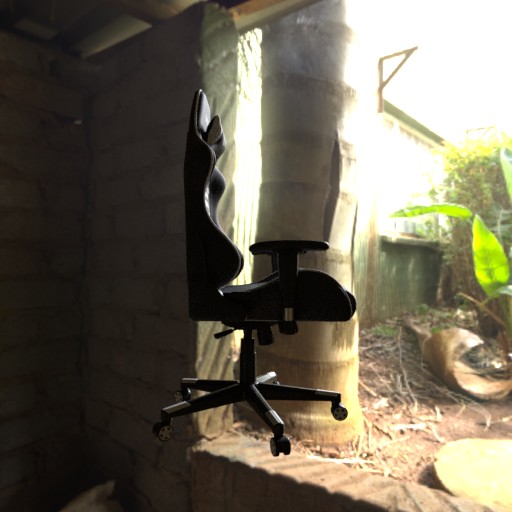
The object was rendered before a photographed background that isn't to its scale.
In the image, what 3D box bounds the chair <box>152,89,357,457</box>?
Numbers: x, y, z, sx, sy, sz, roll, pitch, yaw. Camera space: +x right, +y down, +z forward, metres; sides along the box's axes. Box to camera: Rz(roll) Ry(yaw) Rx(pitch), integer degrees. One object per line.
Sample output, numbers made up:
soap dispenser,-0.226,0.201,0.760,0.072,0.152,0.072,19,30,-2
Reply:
chair,0.000,0.000,1.695,0.700,1.240,0.700,0,-1,0
